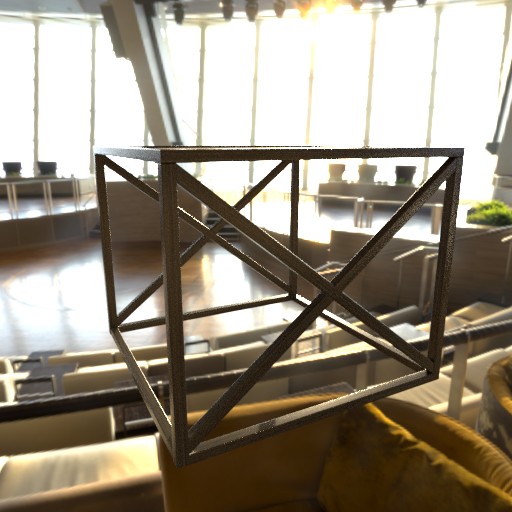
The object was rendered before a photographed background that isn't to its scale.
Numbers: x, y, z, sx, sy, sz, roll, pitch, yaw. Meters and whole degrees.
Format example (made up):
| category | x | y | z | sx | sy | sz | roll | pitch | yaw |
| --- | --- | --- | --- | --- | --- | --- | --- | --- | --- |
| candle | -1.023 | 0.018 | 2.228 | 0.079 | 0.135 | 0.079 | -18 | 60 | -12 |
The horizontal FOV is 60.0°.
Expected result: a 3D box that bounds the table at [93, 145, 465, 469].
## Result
| category | x | y | z | sx | sy | sz | roll | pitch | yaw |
| --- | --- | --- | --- | --- | --- | --- | --- | --- | --- |
| table | 0.000 | 0.000 | 1.058 | 0.611 | 0.507 | 0.609 | -7 | 16 | -27 |
